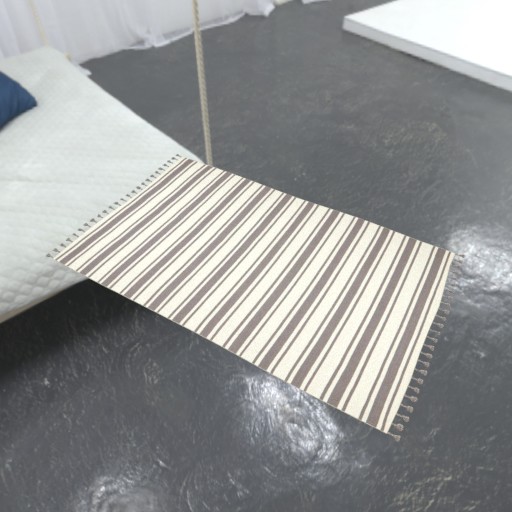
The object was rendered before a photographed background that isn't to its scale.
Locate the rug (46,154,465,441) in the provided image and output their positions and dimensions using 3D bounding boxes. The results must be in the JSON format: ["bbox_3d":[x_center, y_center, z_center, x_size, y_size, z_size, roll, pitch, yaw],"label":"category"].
[{"bbox_3d":[0.000,0.000,2.530,2.096,0.011,1.229,23,50,21],"label":"rug"}]
